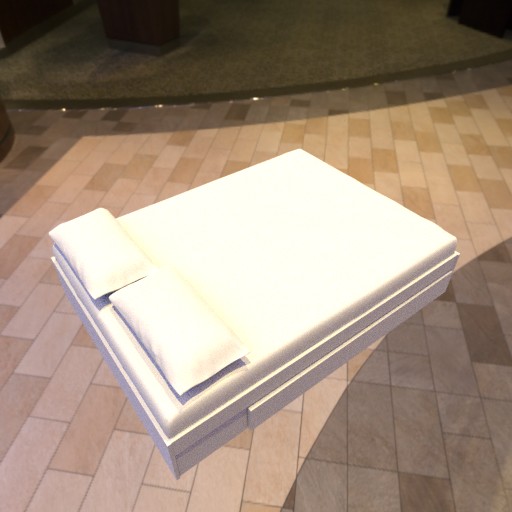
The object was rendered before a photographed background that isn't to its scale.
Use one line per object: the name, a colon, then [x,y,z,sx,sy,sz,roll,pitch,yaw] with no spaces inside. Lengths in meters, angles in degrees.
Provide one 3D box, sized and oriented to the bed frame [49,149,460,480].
bed frame: [0.000,0.000,2.625,1.950,0.629,1.450,-26,48,-27]
